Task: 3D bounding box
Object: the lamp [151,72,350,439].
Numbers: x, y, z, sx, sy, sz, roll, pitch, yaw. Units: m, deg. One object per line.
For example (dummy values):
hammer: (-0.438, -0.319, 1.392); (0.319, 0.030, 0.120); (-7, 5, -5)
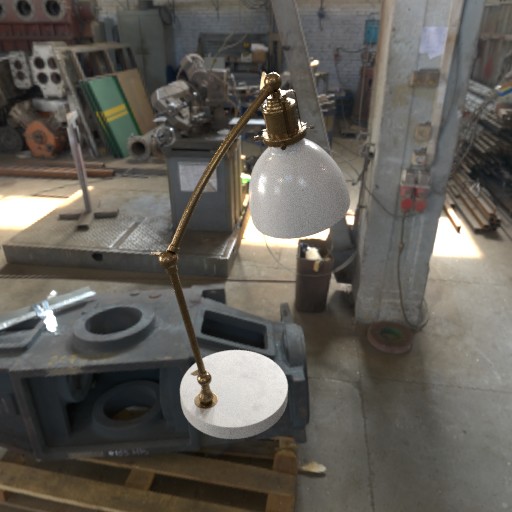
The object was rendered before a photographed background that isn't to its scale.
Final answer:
lamp: (0.000, 0.000, 0.683); (0.317, 0.522, 0.186); (-19, 33, -32)
